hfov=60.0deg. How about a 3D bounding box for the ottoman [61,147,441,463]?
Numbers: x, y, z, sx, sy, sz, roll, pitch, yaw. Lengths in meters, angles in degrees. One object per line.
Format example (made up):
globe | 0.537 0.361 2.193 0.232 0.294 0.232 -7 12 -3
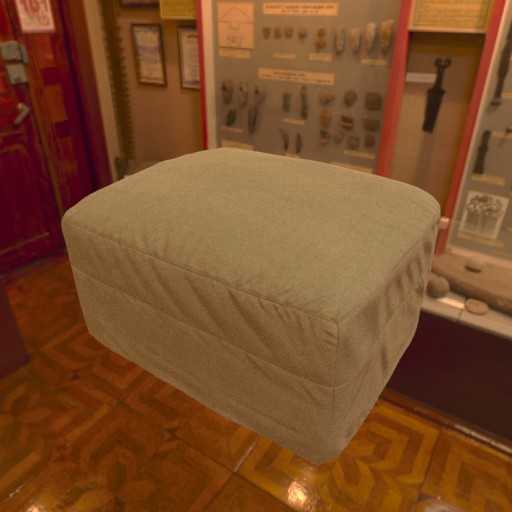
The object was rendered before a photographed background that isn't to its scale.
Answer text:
ottoman | 0.000 0.000 1.235 0.837 0.481 0.683 20 36 29
